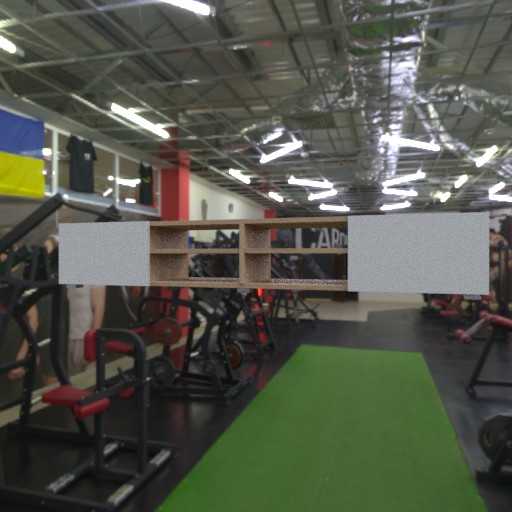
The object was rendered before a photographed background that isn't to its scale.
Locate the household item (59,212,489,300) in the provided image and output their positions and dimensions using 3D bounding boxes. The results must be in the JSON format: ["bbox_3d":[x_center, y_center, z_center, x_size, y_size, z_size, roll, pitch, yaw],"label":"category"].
[{"bbox_3d":[0.000,0.000,2.035,1.850,0.310,0.420,0,0,18],"label":"household item"}]
